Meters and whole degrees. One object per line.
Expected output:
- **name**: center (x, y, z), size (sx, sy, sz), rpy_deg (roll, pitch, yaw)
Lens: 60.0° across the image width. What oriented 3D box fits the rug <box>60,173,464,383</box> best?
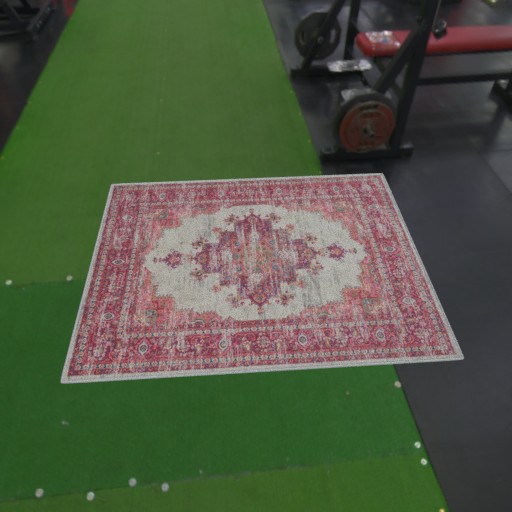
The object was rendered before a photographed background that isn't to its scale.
- **rug**: center (0.000, 0.000, 4.244), size (3.123, 0.017, 2.447), rpy_deg (-3, 47, -3)
